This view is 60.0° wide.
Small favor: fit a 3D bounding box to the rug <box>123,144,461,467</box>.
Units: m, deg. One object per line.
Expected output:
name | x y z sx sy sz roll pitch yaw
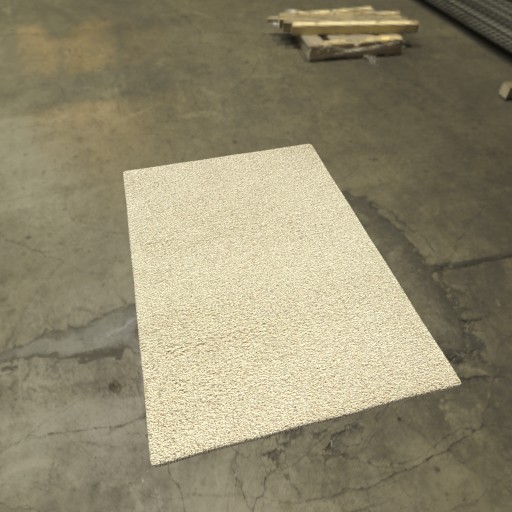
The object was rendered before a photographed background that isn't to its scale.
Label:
rug | 0.000 0.000 2.235 1.219 0.030 1.778 -11 48 -10
